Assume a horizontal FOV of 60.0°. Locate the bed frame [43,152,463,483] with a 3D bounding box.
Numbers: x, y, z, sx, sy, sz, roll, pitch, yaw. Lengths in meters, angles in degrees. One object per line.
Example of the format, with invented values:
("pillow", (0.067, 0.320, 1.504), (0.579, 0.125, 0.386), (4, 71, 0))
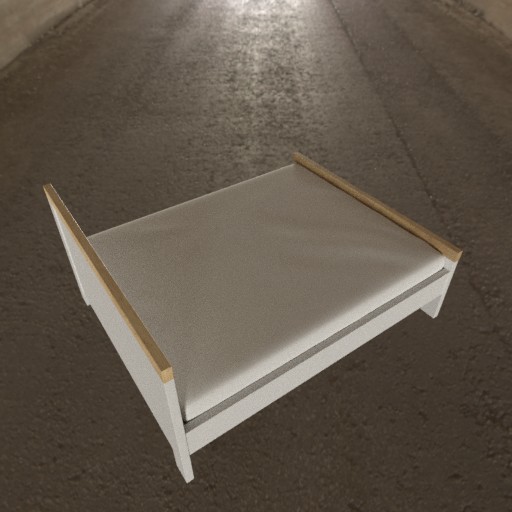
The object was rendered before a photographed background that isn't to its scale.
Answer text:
("bed frame", (0.000, 0.000, 2.979), (2.050, 0.980, 1.670), (-24, 46, -26))
